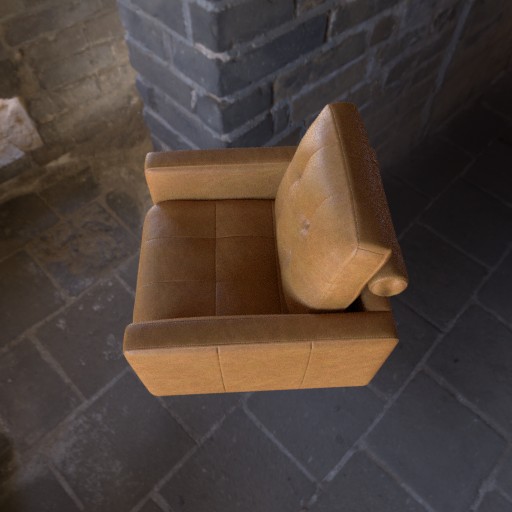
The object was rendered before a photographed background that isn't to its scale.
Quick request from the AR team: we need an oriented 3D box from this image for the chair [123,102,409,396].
[{"bbox_3d":[0.000,0.000,1.590,0.868,0.896,0.831,-2,57,-2],"label":"chair"}]
